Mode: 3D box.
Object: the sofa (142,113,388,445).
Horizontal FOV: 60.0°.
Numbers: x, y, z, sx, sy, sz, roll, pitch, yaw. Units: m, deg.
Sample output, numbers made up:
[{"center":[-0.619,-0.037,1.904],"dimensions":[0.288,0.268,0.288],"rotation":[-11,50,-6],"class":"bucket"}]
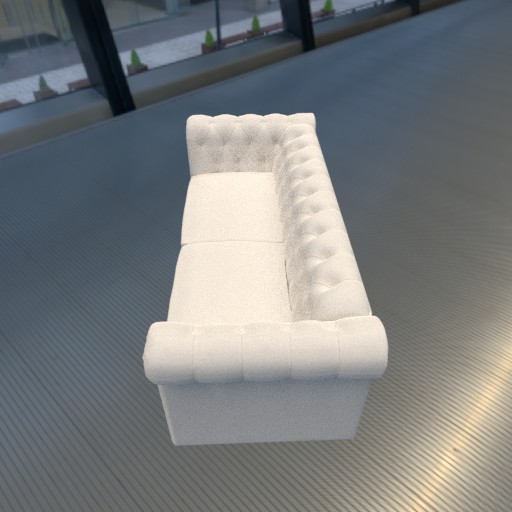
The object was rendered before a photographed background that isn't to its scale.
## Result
[{"center":[0.000,0.000,2.245],"dimensions":[0.771,0.796,1.798],"rotation":[-1,41,-2],"class":"sofa"}]
